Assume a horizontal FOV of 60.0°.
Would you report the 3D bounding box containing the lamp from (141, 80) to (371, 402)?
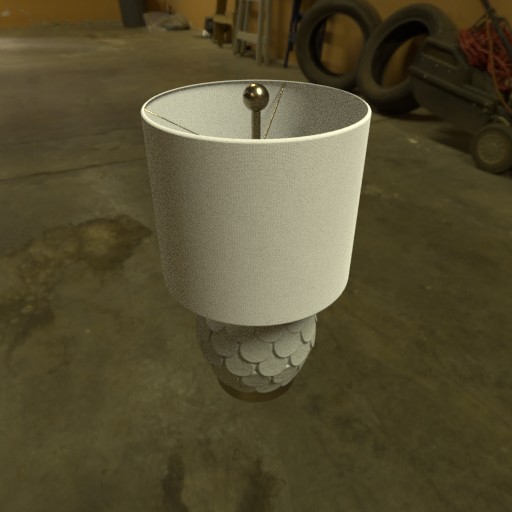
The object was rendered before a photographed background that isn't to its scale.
[{"bbox_3d":[0.000,0.000,0.610,0.254,0.452,0.254,0,33,0],"label":"lamp"}]
